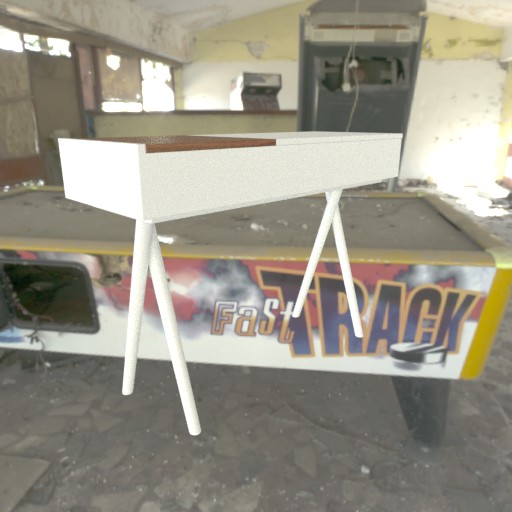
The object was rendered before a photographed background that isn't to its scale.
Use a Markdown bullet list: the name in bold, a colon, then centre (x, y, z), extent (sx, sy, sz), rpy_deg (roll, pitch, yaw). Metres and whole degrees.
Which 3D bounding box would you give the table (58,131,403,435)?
- **table**: centre (0.000, 0.000, 1.493), extent (1.066, 0.785, 0.418), rpy_deg (-16, 23, -42)
